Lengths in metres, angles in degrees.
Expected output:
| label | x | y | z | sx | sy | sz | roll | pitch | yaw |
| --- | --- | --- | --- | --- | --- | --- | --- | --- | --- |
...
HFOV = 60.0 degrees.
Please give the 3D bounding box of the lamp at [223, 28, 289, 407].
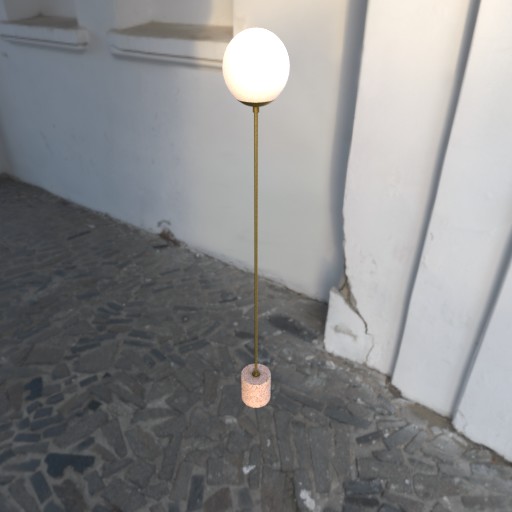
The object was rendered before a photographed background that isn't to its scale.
| label | x | y | z | sx | sy | sz | roll | pitch | yaw |
| --- | --- | --- | --- | --- | --- | --- | --- | --- | --- |
| lamp | 0.000 | 0.000 | 1.906 | 0.229 | 1.748 | 0.229 | -20 | 37 | -29 |
